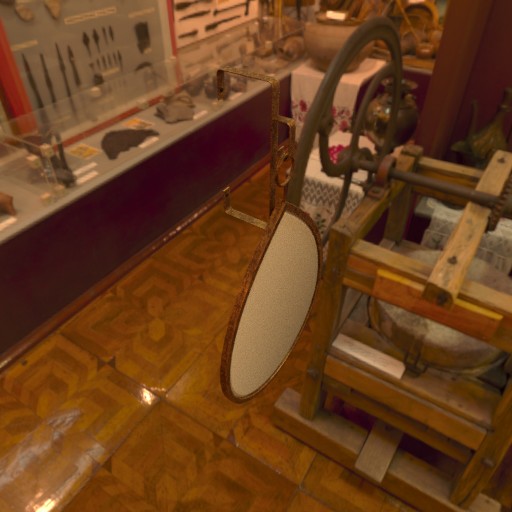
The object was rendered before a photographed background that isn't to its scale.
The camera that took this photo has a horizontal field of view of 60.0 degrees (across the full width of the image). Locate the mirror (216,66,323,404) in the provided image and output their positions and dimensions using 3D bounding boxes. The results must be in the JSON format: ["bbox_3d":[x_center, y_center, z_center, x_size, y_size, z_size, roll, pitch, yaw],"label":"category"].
[{"bbox_3d":[0.000,0.000,0.934,0.144,0.744,0.405,24,47,25],"label":"mirror"}]
